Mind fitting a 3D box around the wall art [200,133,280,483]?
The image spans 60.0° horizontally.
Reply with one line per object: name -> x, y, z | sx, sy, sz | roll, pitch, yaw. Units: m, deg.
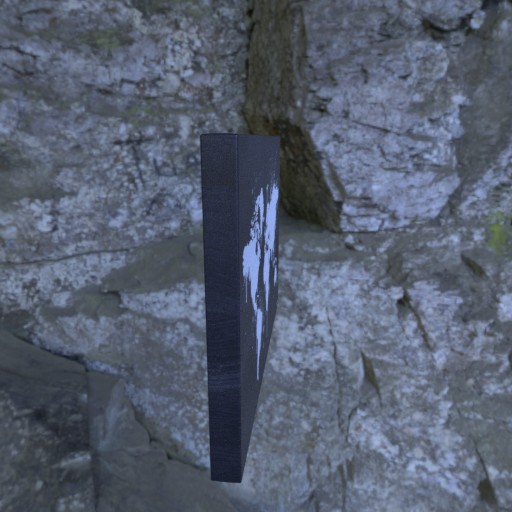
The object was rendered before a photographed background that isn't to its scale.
wall art -> 0.000, 0.000, 0.776 | 0.038, 0.409, 0.610 | 2, 15, 7
